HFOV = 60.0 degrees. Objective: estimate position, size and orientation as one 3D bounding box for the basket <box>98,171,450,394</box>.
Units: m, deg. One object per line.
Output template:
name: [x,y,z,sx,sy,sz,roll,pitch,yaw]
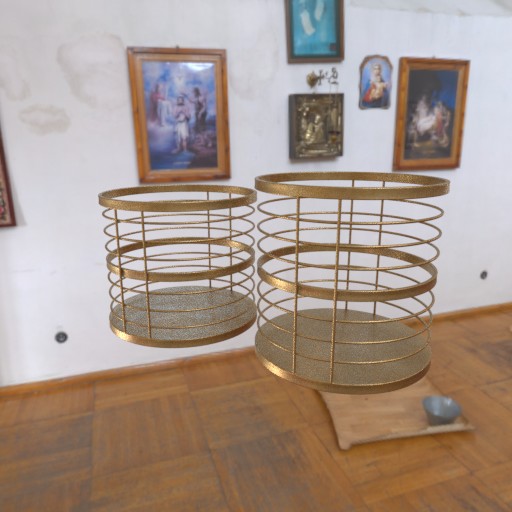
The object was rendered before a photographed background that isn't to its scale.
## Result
basket: [0.000,0.000,0.966,0.746,0.351,0.356,7,16,26]
